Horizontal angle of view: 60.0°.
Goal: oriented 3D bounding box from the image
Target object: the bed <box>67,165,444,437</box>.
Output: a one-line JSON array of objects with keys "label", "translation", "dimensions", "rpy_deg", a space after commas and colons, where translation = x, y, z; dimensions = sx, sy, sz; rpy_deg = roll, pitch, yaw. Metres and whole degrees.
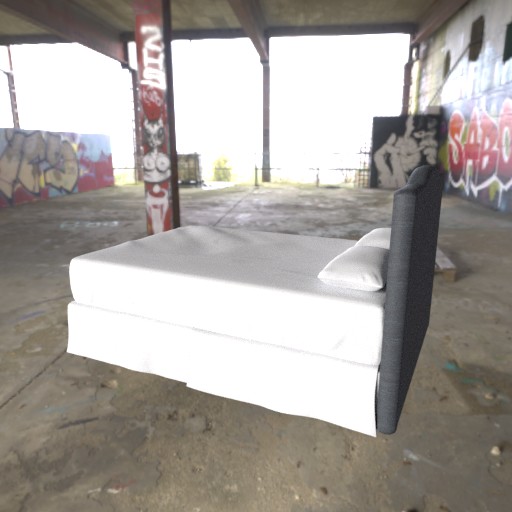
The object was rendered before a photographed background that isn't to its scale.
[{"label": "bed", "translation": [0.000, 0.000, 3.487], "dimensions": [2.507, 1.441, 1.747], "rpy_deg": [7, 16, 26]}]
